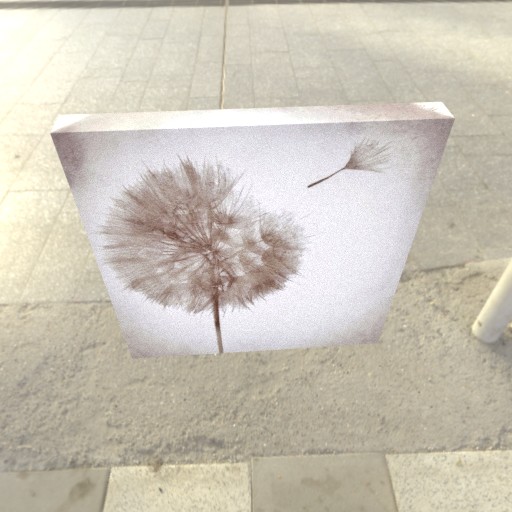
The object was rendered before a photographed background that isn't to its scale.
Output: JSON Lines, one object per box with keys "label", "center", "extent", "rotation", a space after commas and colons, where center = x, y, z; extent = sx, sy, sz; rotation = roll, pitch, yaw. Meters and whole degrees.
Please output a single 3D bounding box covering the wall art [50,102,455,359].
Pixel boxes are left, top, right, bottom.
{"label": "wall art", "center": [0.000, 0.000, 0.448], "extent": [0.303, 0.303, 0.028], "rotation": [-3, 45, -3]}
